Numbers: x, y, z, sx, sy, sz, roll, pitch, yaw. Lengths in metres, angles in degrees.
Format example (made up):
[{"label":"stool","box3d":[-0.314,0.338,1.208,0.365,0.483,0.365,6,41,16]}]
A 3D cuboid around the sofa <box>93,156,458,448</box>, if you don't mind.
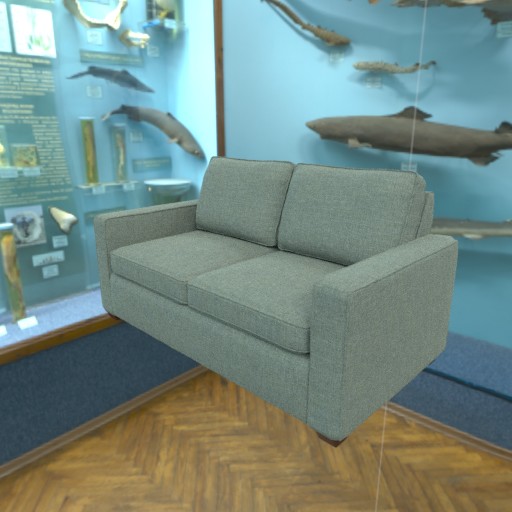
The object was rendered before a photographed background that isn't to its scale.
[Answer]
[{"label":"sofa","box3d":[0.000,0.000,2.278,1.706,0.915,0.945,16,23,42]}]
